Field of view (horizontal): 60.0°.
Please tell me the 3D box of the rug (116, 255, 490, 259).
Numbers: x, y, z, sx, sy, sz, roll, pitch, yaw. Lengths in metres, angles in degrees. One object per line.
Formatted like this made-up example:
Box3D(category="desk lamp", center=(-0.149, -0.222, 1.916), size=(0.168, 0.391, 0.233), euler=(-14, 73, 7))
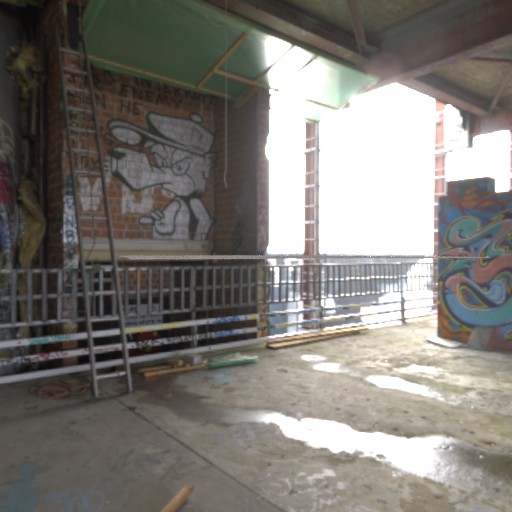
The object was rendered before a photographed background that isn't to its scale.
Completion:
Box3D(category="rug", center=(0.000, 0.000, 4.156), size=(2.448, 0.021, 3.051), euler=(0, 0, -19))
